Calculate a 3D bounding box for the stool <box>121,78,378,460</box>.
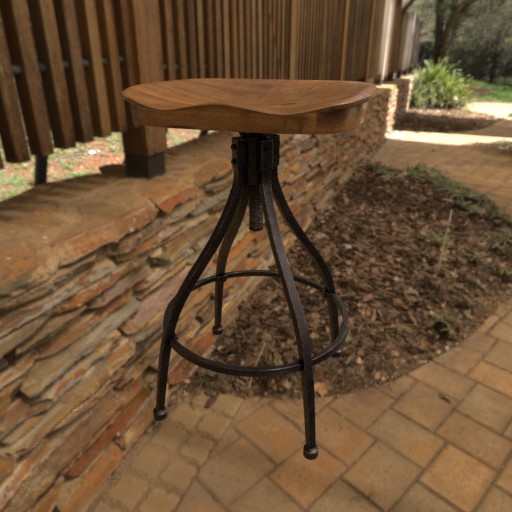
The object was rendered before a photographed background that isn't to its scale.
[{"bbox_3d":[0.000,0.000,0.959,0.432,0.694,0.424,8,26,16],"label":"stool"}]
